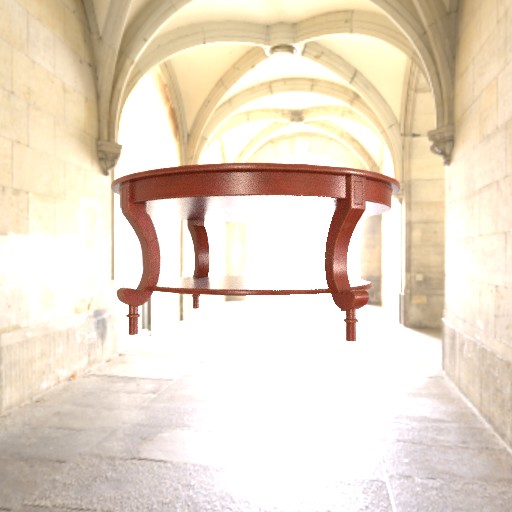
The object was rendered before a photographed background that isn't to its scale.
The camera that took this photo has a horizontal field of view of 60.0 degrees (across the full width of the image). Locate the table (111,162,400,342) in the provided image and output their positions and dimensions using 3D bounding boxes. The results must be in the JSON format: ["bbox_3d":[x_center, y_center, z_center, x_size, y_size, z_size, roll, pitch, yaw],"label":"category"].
[{"bbox_3d":[0.000,0.000,1.652,1.029,0.486,1.029,0,0,0],"label":"table"}]
